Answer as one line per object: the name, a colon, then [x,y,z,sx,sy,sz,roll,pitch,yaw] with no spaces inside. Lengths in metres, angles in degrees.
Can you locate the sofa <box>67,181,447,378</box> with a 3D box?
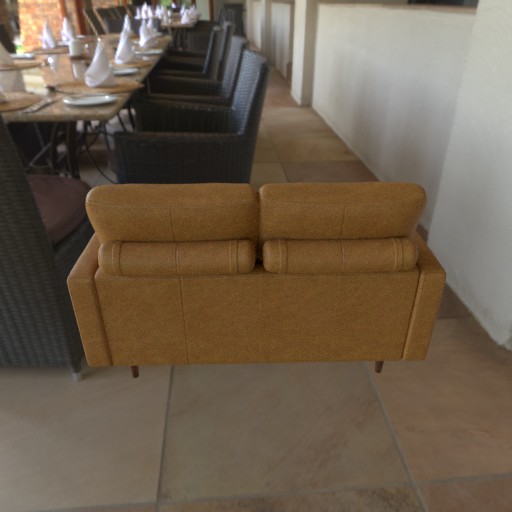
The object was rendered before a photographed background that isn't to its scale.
sofa: [0.000,0.000,2.027,1.430,0.898,0.868,-1,30,-1]
